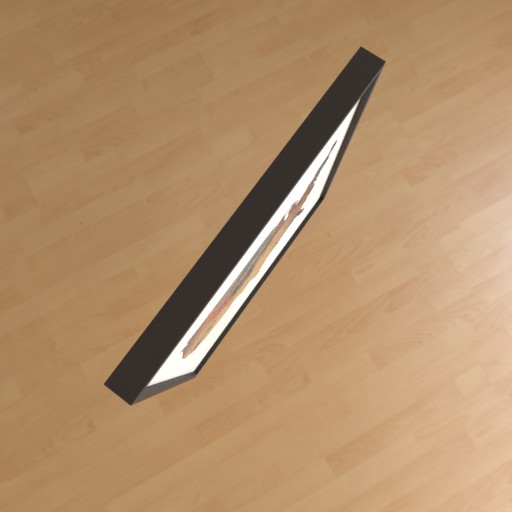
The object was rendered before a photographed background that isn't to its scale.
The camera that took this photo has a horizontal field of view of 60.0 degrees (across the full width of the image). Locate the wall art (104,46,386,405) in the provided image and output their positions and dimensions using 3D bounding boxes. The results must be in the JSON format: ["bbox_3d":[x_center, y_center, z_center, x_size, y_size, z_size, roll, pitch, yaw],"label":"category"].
[{"bbox_3d":[0.000,0.000,0.762,0.038,0.507,0.507,35,80,7],"label":"wall art"}]
